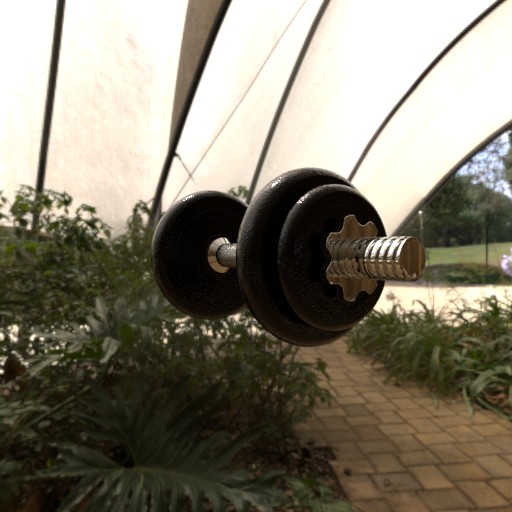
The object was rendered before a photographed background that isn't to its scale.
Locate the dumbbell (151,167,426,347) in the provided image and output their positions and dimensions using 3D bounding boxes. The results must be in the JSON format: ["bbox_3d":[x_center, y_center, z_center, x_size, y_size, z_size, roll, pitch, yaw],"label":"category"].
[{"bbox_3d":[0.000,0.000,0.598,0.202,0.202,0.497,-1,1,-35],"label":"dumbbell"}]
